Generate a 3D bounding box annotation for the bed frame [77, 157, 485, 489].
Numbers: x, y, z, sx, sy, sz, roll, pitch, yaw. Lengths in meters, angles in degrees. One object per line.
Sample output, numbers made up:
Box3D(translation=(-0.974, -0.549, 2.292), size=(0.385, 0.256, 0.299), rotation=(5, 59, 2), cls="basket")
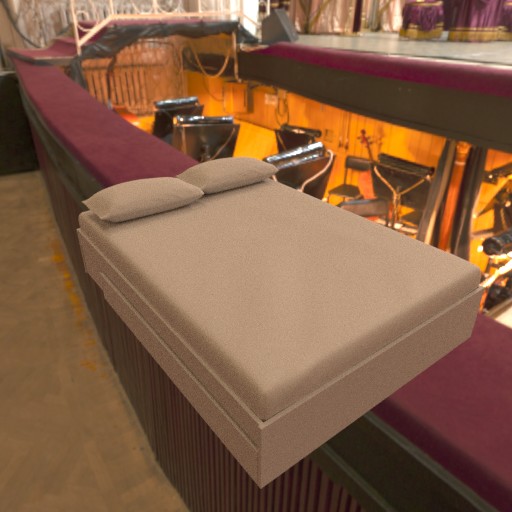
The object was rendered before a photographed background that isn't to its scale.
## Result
Box3D(translation=(0.000, 0.000, 2.550), size=(1.450, 0.629, 1.950), rotation=(-20, 35, -32), cls="bed frame")
